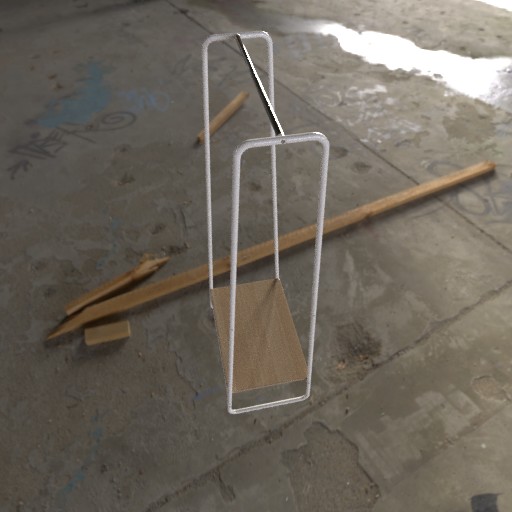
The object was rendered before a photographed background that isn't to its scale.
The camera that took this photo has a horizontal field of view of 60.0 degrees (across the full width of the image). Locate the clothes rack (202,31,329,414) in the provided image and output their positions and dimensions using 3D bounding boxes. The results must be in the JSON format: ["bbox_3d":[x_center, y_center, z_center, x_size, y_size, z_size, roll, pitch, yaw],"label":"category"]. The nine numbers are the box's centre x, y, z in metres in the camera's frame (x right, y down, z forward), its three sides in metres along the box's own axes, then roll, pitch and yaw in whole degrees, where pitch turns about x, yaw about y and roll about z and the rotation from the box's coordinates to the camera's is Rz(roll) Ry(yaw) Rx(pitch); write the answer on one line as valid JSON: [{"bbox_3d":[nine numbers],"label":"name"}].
[{"bbox_3d":[0.000,0.000,1.800,0.400,1.500,0.640,-9,48,-8],"label":"clothes rack"}]
